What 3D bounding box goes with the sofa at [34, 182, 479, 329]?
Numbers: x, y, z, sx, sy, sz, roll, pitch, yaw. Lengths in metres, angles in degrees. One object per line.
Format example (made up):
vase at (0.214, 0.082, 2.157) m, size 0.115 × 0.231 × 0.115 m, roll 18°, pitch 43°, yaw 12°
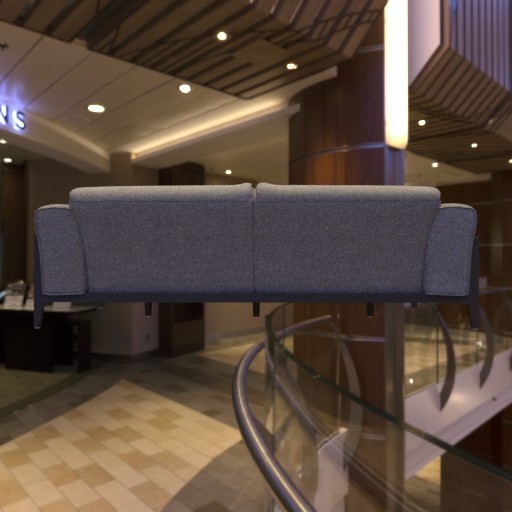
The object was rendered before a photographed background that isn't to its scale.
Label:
sofa at (0.000, 0.000, 2.521) m, size 2.125 × 0.703 × 0.985 m, roll 0°, pitch 0°, yaw 1°
